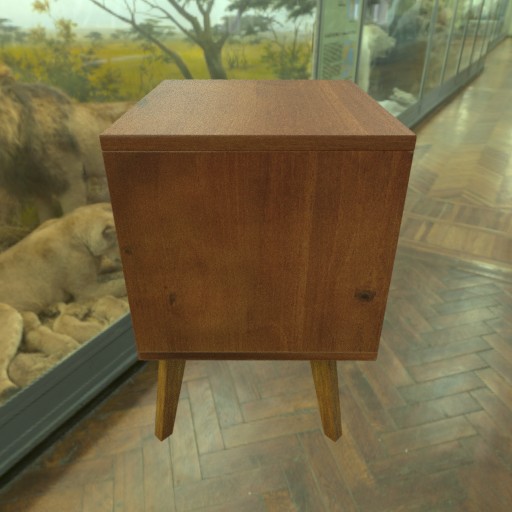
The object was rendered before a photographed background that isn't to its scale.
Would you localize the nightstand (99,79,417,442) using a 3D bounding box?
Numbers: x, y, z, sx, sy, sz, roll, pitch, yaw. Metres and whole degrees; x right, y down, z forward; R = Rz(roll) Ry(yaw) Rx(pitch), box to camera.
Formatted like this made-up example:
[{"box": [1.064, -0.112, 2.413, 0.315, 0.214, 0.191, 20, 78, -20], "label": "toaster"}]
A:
[{"box": [0.000, 0.000, 0.916, 0.411, 0.618, 0.460, 0, 30, 0], "label": "nightstand"}]
